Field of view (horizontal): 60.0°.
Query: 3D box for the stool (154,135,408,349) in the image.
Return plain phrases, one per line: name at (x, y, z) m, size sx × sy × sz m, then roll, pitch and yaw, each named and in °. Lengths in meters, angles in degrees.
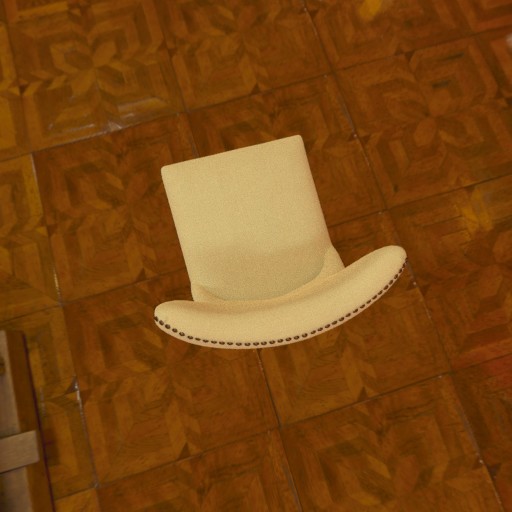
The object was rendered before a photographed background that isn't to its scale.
stool at (0.000, 0.000, 1.392) m, size 0.494 × 1.123 × 0.606 m, roll -14°, pitch 76°, yaw -4°
